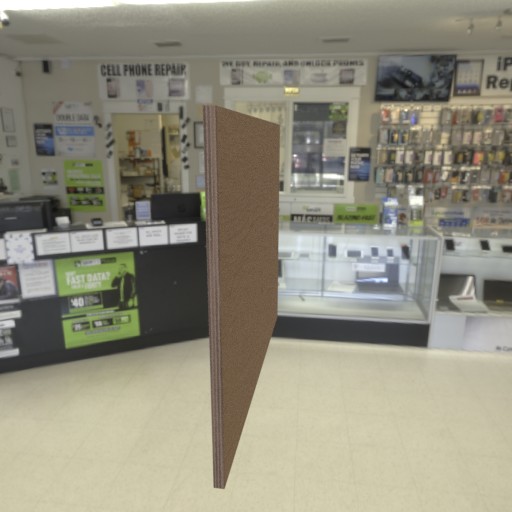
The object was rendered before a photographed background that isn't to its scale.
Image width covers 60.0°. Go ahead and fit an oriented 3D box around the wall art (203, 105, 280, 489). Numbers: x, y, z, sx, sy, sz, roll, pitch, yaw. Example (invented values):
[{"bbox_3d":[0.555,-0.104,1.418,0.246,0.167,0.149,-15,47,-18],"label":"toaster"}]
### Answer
[{"bbox_3d":[0.000,0.000,0.686,0.013,0.406,0.508,2,15,9],"label":"wall art"}]
